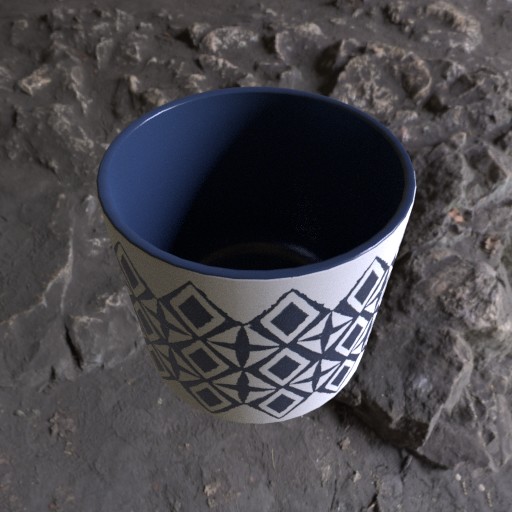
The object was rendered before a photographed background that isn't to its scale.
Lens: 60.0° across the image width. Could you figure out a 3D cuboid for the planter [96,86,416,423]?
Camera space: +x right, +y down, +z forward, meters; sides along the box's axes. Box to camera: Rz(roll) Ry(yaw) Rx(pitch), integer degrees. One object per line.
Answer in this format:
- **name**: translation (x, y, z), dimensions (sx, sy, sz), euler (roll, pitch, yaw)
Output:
- **planter**: translation (0.000, 0.000, 0.317), dimensions (0.182, 0.165, 0.182), euler (0, 47, 0)
